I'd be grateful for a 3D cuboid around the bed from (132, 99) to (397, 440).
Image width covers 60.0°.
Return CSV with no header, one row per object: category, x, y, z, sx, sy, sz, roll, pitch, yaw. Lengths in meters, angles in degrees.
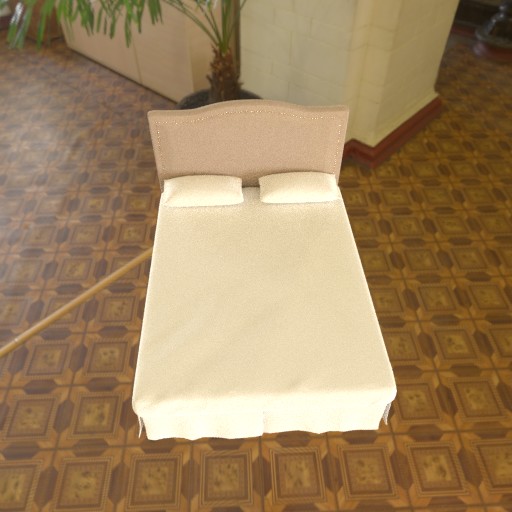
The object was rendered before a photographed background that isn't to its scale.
bed,0.000,0.000,3.461,1.821,1.436,2.282,-2,47,-2
